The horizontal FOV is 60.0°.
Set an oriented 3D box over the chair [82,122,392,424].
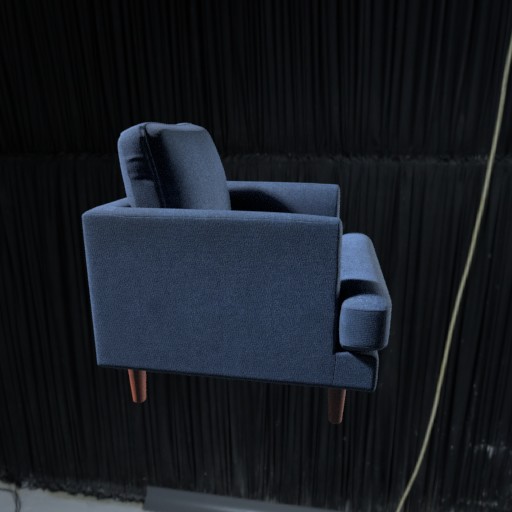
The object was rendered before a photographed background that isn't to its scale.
[{"bbox_3d":[0.000,0.000,1.654,0.899,0.957,0.858,3,16,9],"label":"chair"}]
